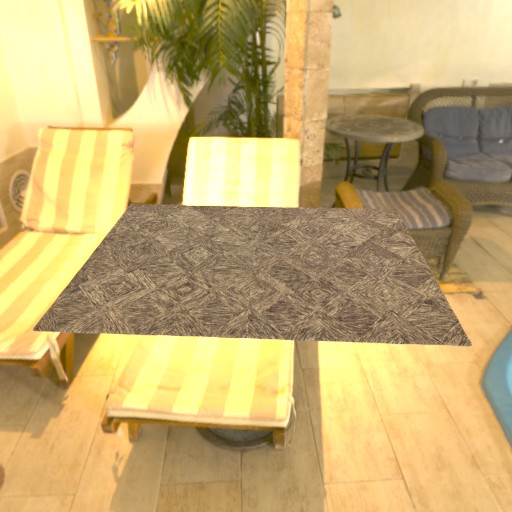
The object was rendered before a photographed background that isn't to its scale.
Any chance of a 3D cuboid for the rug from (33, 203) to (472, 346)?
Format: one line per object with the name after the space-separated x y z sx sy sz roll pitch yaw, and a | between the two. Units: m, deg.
0.000 0.000 4.268 3.204 0.017 2.448 2 29 3 | rug
